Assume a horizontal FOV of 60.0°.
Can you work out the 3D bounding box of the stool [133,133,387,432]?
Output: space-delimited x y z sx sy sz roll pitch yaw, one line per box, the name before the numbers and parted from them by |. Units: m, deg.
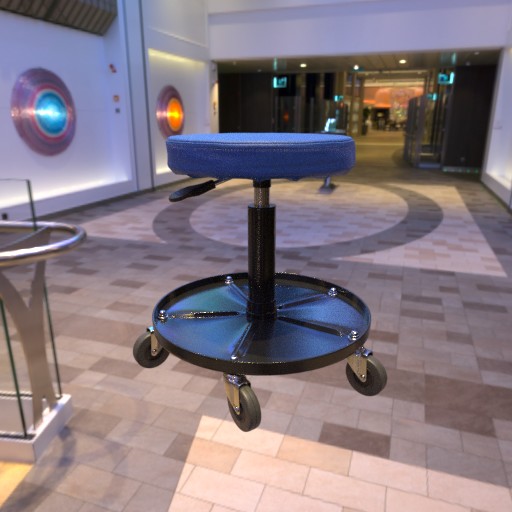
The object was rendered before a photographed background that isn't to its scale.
stool | 0.000 0.000 0.696 0.382 0.365 0.381 -9 19 -26
